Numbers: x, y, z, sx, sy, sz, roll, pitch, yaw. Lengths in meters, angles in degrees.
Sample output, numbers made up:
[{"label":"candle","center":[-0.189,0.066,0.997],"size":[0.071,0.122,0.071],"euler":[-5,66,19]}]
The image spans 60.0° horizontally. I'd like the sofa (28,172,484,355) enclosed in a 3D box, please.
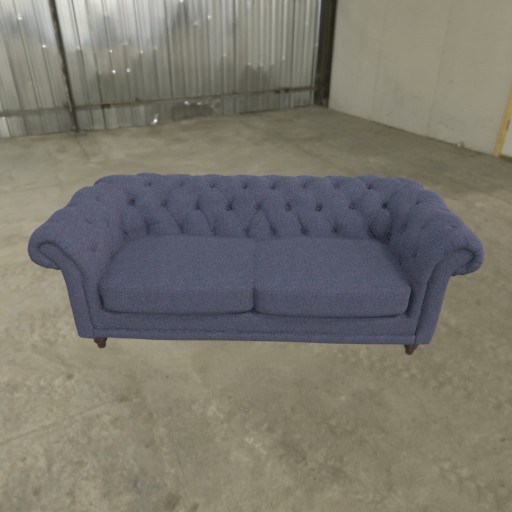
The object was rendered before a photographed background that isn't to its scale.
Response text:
[{"label":"sofa","center":[0.000,0.000,2.801],"size":[2.335,0.836,1.046],"euler":[1,30,2]}]
